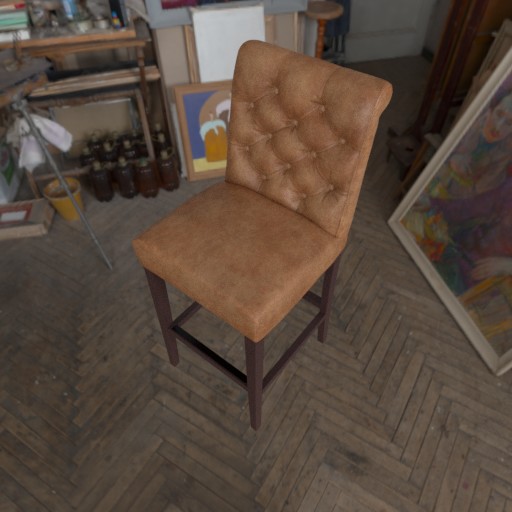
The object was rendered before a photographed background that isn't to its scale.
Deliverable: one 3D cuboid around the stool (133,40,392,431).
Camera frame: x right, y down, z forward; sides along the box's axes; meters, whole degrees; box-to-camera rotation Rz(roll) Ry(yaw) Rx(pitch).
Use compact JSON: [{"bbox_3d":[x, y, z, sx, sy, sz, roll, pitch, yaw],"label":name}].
[{"bbox_3d":[0.000,0.000,1.478,0.493,1.140,0.601,30,54,25],"label":"stool"}]
